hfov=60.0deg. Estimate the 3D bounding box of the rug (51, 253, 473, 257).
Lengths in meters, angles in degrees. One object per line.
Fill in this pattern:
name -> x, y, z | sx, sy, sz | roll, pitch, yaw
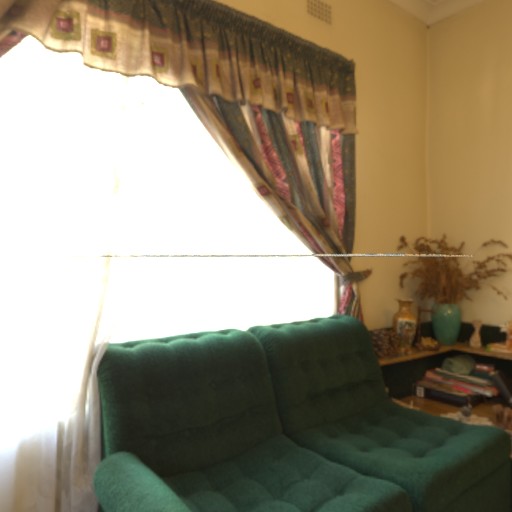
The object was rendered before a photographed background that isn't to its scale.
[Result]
rug -> 0.000, 0.000, 3.010 | 2.447, 0.011, 1.520 | 0, 0, 35
